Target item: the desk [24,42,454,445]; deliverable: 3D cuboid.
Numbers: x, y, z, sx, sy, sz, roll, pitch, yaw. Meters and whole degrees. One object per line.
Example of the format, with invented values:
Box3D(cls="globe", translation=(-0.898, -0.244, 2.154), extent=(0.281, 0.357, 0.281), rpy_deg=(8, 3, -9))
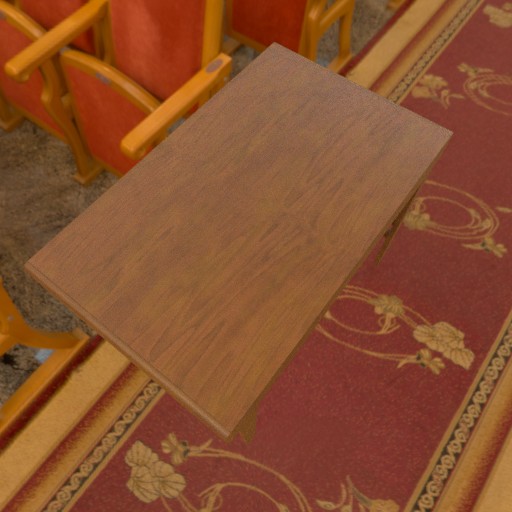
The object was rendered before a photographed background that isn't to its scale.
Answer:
Box3D(cls="desk", translation=(0.000, 0.000, 1.538), extent=(0.660, 0.754, 1.066), rpy_deg=(34, 68, 16))
